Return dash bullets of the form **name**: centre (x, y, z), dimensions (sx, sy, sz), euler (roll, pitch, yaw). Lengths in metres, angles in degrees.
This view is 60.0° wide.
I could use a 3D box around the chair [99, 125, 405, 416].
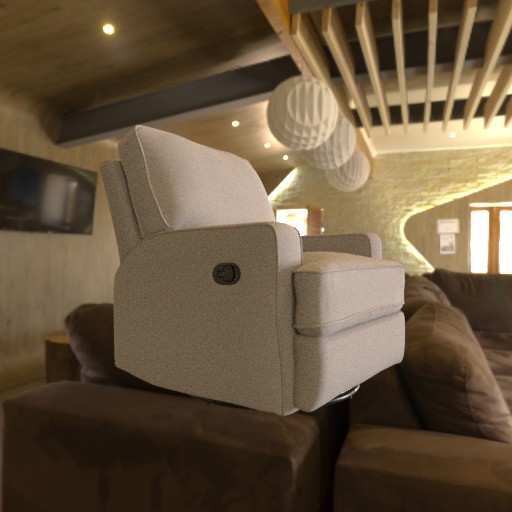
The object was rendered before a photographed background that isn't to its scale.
- **chair**: centre (0.000, 0.000, 1.730), dimensions (0.969, 0.964, 0.861), euler (0, 0, 35)
